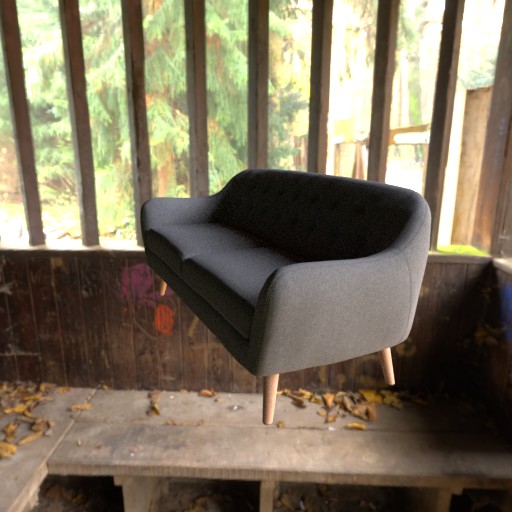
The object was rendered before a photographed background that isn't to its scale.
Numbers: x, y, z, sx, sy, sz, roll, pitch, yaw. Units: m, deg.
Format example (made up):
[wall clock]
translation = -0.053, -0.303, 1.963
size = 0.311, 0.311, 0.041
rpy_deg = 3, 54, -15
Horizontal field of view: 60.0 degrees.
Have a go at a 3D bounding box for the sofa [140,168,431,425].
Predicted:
[sofa]
translation = 0.000, 0.000, 2.304
size = 0.820, 0.820, 1.840
rpy_deg = -7, 17, -25
